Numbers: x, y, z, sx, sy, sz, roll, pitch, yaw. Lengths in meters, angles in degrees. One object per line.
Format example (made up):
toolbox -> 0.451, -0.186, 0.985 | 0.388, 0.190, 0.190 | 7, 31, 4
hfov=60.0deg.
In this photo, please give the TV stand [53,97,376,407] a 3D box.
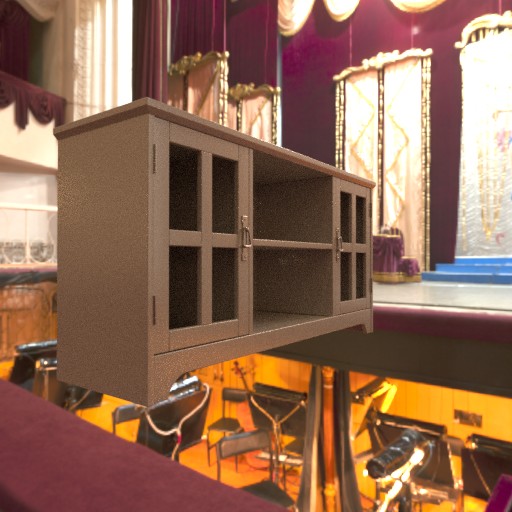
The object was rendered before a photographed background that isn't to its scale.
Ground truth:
TV stand -> 0.000, 0.000, 1.423 | 0.344, 0.603, 1.167 | 0, -1, 37
